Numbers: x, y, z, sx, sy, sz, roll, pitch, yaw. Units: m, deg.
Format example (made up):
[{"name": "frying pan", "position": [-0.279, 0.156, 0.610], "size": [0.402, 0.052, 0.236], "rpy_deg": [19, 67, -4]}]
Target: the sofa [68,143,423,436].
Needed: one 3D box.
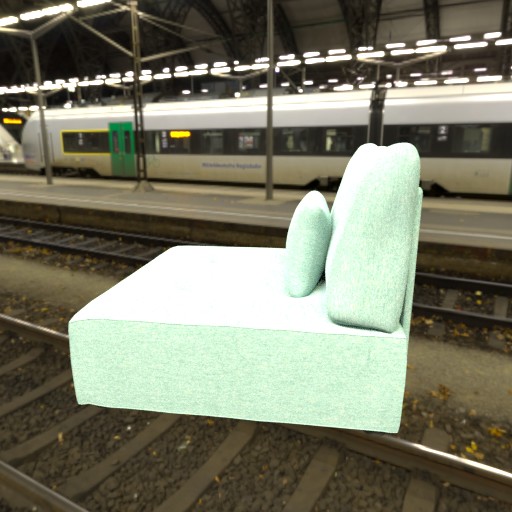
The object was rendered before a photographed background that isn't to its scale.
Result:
[{"name": "sofa", "position": [0.000, 0.000, 1.664], "size": [1.000, 0.820, 0.930], "rpy_deg": [2, 14, 8]}]
